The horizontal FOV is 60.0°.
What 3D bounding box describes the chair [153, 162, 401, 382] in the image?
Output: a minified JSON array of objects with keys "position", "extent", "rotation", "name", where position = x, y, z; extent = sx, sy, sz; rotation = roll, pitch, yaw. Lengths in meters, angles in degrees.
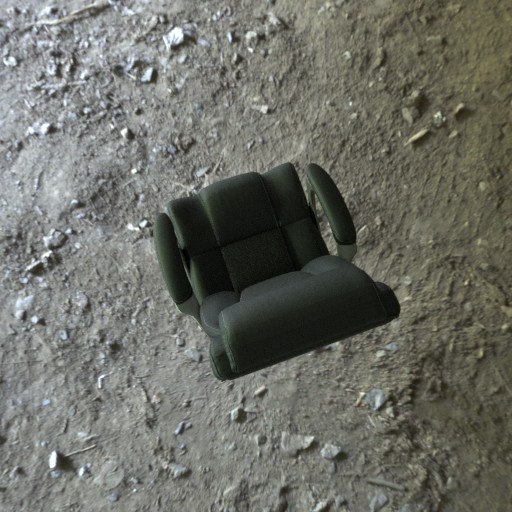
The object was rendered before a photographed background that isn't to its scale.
[{"position":[0.000,0.000,1.681],"extent":[0.741,1.167,0.784],"rotation":[-19,77,-4],"name":"chair"}]
